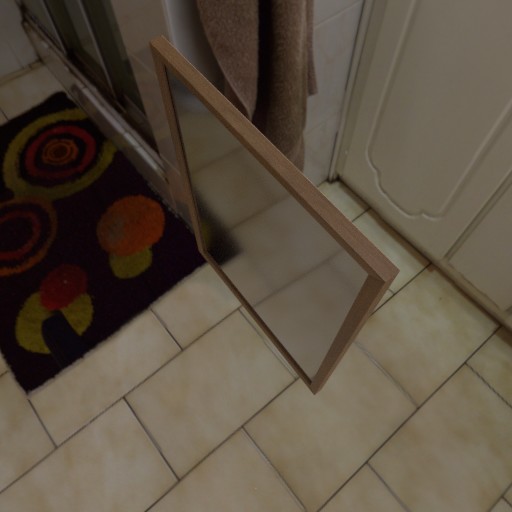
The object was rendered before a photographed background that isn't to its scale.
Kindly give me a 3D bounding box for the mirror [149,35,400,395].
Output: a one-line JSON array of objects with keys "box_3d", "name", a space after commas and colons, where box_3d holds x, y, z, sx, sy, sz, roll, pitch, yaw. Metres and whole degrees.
[{"box_3d": [0.000, 0.000, 1.333, 0.040, 1.016, 0.762, -34, 67, -16], "name": "mirror"}]
